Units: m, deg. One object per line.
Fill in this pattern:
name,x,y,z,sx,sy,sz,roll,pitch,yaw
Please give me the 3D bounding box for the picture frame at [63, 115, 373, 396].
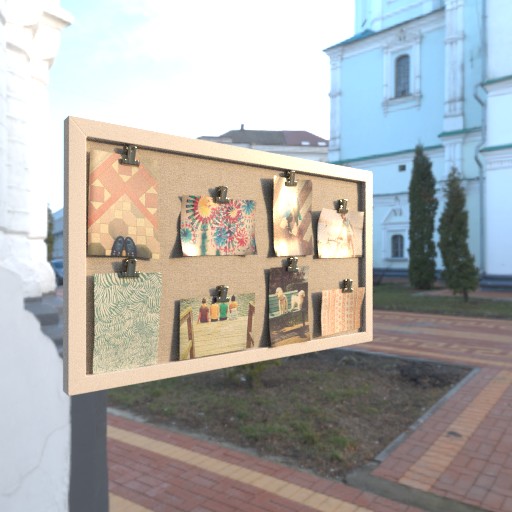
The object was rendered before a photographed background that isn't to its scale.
picture frame,0.000,0.000,0.798,0.647,0.379,0.044,0,0,-38
